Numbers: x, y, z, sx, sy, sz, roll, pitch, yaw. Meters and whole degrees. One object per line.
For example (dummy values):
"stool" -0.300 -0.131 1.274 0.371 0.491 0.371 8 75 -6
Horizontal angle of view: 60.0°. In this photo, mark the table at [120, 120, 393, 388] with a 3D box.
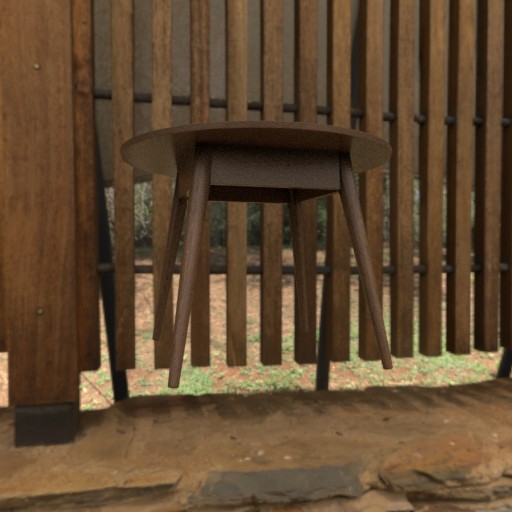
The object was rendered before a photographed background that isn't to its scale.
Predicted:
"table" 0.000 0.000 1.795 1.053 0.786 1.053 0 1 0
